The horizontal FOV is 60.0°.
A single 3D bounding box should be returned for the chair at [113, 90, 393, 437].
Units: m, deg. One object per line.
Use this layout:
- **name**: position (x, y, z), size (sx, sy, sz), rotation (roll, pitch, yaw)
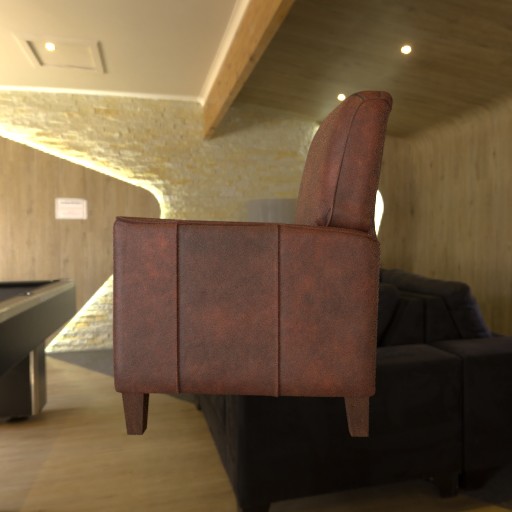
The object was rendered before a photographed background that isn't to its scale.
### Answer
- **chair**: position (0.000, 0.000, 1.650), size (0.836, 1.043, 0.843), rotation (0, 1, 2)
